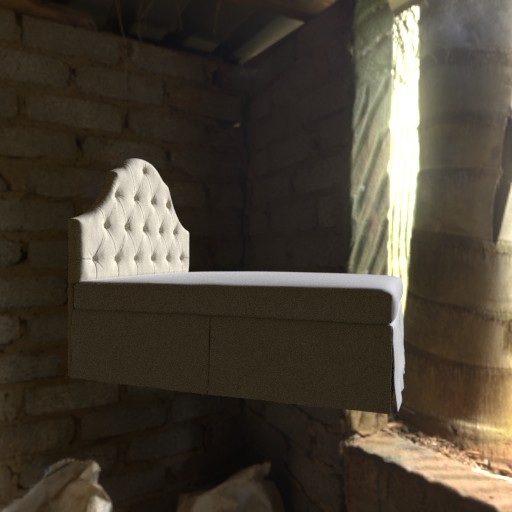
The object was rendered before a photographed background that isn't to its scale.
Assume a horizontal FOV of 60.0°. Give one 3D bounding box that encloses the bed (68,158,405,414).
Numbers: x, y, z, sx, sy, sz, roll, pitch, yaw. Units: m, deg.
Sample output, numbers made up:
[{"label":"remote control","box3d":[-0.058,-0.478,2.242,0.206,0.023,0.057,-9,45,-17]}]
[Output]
[{"label":"bed","box3d":[0.000,0.000,3.284,2.092,1.575,1.627,0,0,20]}]
